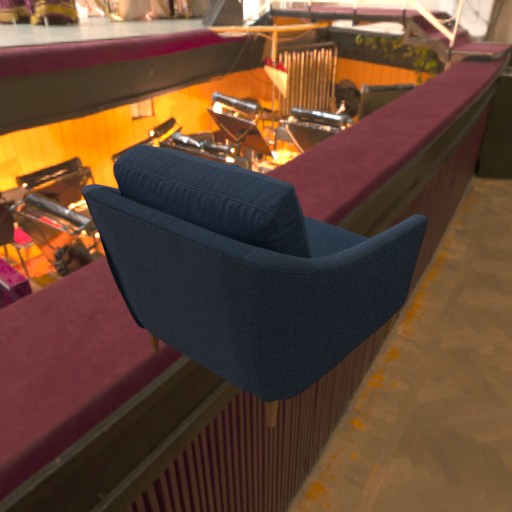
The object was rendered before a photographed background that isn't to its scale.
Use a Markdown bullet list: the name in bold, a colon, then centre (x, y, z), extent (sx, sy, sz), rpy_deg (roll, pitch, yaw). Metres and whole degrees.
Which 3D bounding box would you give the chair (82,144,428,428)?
- **chair**: centre (0.000, 0.000, 1.723), extent (0.987, 0.899, 0.961), rpy_deg (22, 37, 31)
